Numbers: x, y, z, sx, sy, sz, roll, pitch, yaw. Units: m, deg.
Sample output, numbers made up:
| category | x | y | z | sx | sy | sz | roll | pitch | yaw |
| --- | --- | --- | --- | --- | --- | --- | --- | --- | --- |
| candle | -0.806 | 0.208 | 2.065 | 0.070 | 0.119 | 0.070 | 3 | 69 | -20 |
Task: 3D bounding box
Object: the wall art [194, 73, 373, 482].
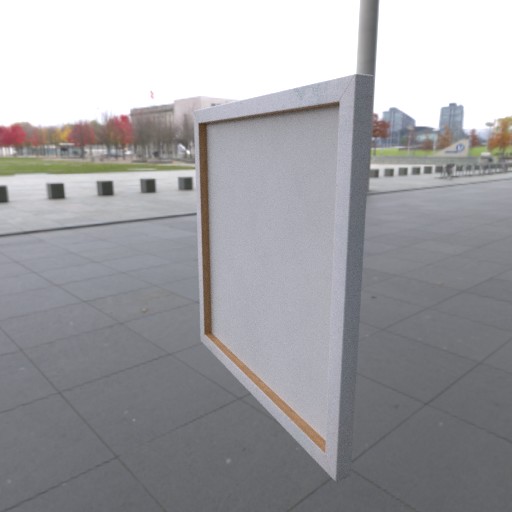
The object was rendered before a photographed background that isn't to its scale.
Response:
| category | x | y | z | sx | sy | sz | roll | pitch | yaw |
| --- | --- | --- | --- | --- | --- | --- | --- | --- | --- |
| wall art | 0.000 | 0.000 | 1.130 | 0.038 | 0.762 | 0.762 | -7 | 15 | -27 |
